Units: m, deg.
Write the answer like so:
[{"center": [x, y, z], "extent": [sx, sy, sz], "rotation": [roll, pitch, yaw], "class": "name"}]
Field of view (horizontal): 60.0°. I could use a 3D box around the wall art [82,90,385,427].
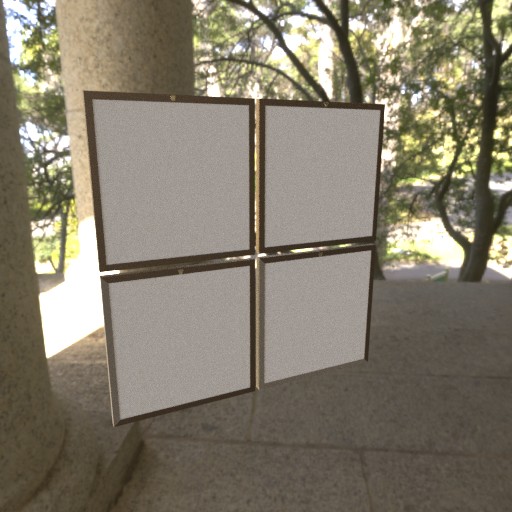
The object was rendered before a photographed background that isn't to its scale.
[{"center": [0.000, 0.000, 1.535], "extent": [1.032, 1.032, 0.030], "rotation": [-7, 16, -24], "class": "wall art"}]
